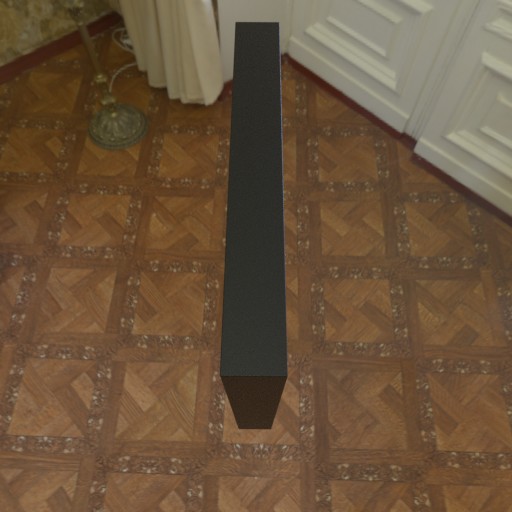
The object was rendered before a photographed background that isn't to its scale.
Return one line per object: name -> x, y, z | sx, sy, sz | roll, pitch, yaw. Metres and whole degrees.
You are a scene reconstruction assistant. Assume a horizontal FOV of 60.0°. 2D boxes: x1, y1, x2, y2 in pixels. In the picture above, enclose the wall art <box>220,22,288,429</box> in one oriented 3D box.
wall art -> 0.000, 0.000, 0.453 | 0.038, 0.304, 0.304 | 0, 63, 0
